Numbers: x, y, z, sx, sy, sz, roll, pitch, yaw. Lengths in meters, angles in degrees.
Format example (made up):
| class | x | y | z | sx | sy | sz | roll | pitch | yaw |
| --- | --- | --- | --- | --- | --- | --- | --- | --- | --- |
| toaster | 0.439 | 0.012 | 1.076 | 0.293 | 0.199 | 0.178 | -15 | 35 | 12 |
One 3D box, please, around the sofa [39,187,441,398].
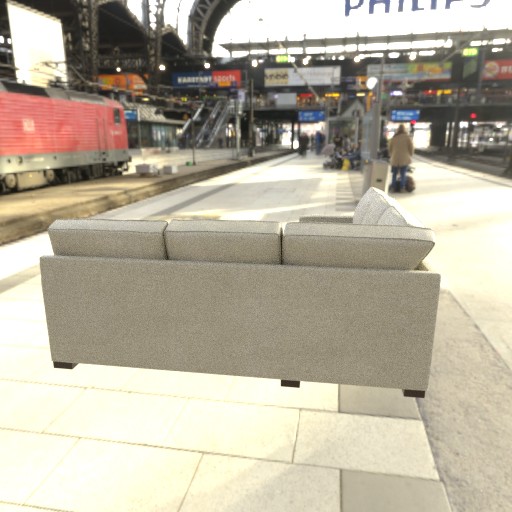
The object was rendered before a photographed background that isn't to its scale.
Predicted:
| class | x | y | z | sx | sy | sz | roll | pitch | yaw |
| --- | --- | --- | --- | --- | --- | --- | --- | --- | --- |
| sofa | 0.000 | 0.000 | 3.439 | 2.211 | 0.936 | 2.188 | 2 | 15 | 8 |
